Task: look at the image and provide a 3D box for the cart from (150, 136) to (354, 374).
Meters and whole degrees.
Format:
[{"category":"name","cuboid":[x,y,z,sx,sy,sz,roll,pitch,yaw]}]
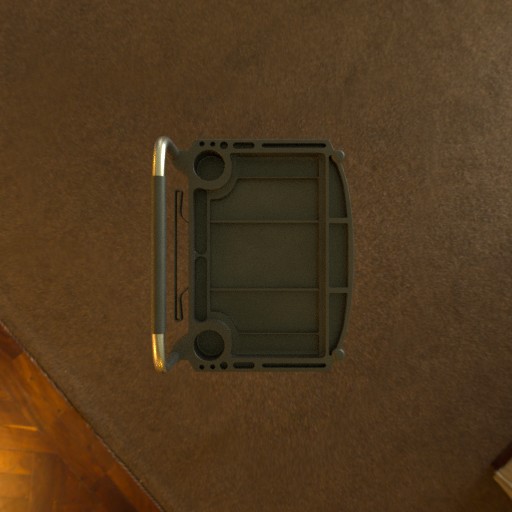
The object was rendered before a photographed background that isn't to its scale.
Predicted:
[{"category":"cart","cuboid":[0.000,0.000,1.414,0.518,1.075,0.584,0,90,0]}]
